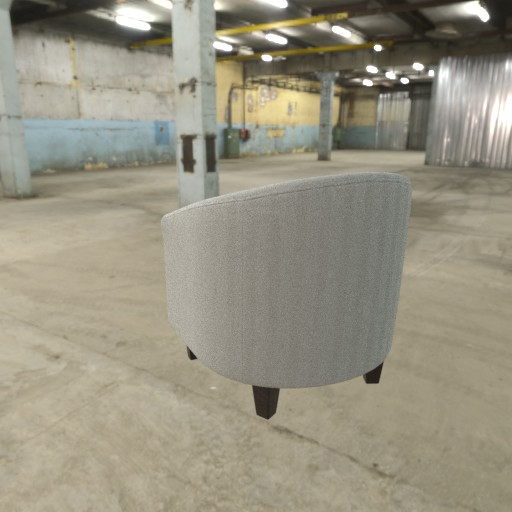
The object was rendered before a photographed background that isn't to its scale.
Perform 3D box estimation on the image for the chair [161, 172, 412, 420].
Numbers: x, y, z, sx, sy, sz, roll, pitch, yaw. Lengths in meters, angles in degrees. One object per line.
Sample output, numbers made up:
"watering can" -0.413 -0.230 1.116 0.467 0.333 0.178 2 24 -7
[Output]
"chair" 0.000 0.000 1.811 0.756 0.757 1.288 -8 17 -27
